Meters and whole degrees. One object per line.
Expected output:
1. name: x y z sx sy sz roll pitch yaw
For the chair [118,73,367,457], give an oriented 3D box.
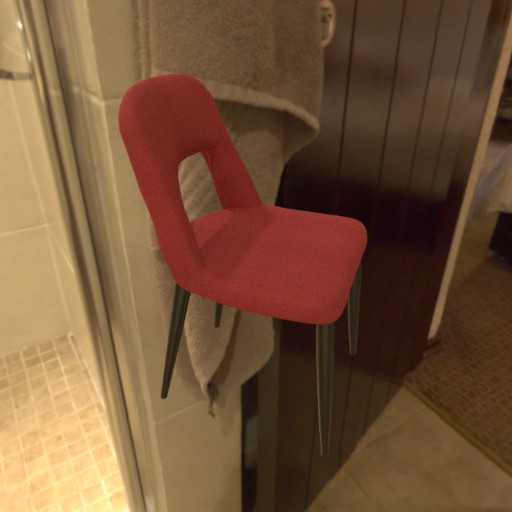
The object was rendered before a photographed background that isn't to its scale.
1. chair: 0.000 0.000 1.210 0.569 0.892 0.483 11 31 18
